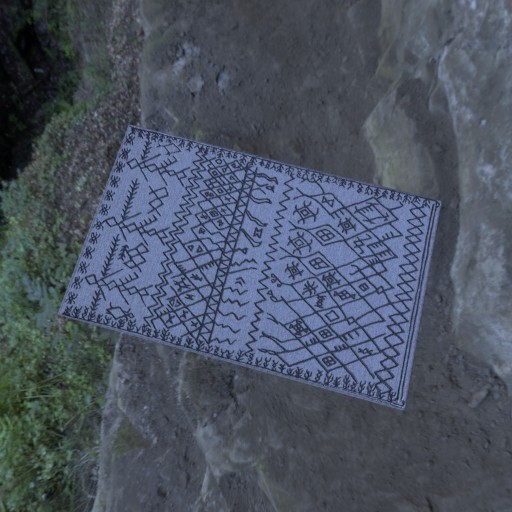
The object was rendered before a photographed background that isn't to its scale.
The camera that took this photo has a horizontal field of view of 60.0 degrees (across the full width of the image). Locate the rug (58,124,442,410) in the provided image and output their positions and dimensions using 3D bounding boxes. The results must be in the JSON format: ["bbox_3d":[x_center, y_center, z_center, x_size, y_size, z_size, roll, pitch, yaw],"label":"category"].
[{"bbox_3d":[0.000,0.000,3.182,2.444,0.012,1.526,15,76,4],"label":"rug"}]
